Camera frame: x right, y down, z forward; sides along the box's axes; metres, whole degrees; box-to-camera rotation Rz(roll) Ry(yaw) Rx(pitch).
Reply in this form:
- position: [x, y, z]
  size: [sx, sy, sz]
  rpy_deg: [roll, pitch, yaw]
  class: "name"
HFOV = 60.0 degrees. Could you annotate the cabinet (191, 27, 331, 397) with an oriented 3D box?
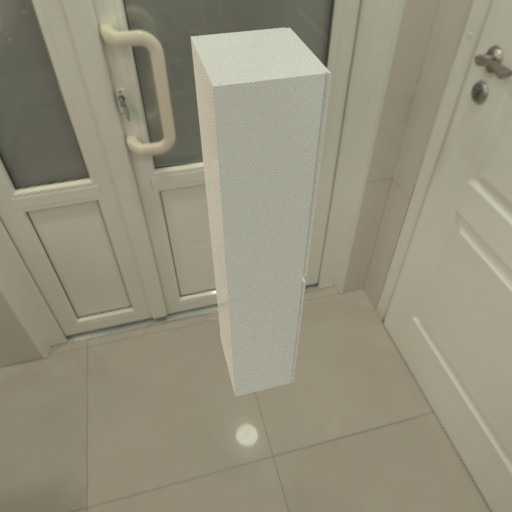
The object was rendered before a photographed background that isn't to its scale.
- position: [0.000, 0.000, 1.571]
  size: [0.270, 1.400, 0.300]
  rpy_deg: [-11, 47, -10]
  class: "cabinet"
